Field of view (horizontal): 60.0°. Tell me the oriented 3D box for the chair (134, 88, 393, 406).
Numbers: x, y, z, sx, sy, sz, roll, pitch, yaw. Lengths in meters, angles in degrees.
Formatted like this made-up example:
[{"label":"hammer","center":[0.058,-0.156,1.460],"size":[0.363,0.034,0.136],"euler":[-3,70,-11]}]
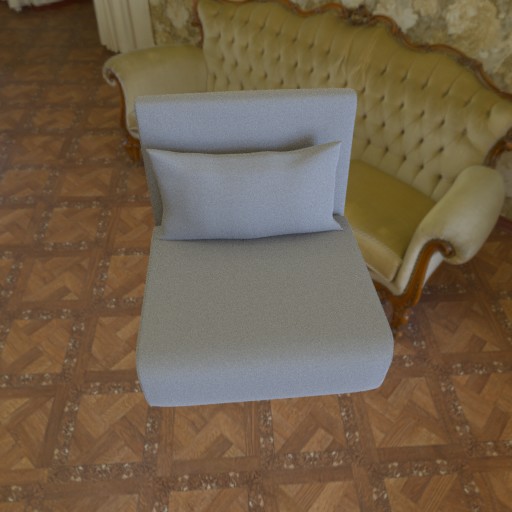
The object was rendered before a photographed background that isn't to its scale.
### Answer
[{"label":"chair","center":[0.000,0.000,1.530],"size":[0.770,0.808,0.902],"euler":[-3,46,-3]}]
